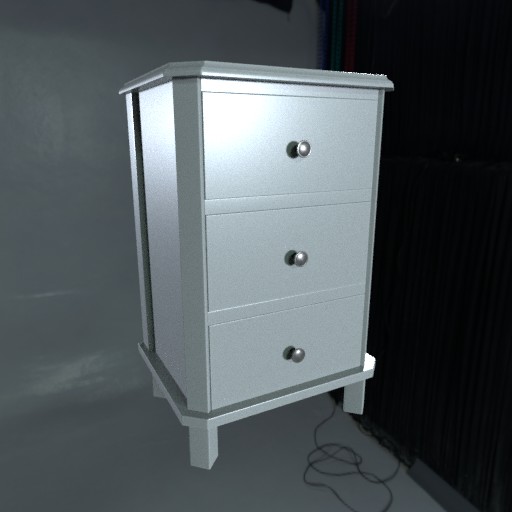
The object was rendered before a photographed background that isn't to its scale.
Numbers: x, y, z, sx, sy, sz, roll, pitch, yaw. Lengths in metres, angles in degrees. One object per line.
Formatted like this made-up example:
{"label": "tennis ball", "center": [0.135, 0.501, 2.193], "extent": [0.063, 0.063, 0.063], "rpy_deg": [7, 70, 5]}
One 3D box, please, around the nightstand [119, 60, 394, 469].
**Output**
{"label": "nightstand", "center": [0.000, 0.000, 0.917], "extent": [0.435, 0.680, 0.348], "rpy_deg": [-8, 17, -27]}
